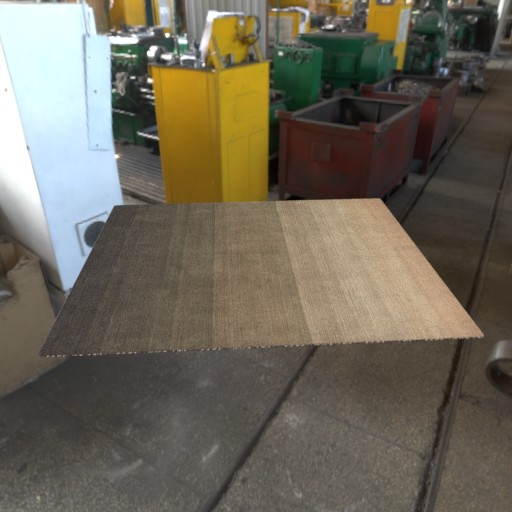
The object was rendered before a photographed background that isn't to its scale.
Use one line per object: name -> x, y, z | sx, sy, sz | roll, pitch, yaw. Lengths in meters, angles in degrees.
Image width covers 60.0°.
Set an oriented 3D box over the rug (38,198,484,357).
rug -> 0.000, 0.000, 3.841 | 2.902, 0.017, 2.306 | -2, 31, -3
